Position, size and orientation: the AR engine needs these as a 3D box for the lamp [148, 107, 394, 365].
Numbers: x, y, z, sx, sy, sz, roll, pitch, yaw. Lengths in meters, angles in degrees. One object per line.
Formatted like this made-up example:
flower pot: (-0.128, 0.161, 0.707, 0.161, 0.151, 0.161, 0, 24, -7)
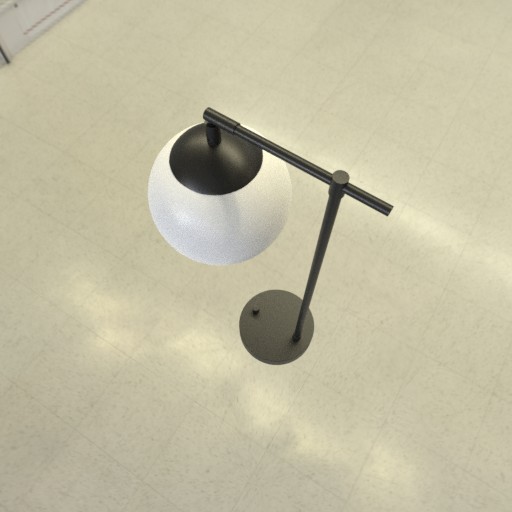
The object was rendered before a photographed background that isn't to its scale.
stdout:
lamp: (0.000, 0.000, 0.707, 0.316, 0.559, 0.197, 32, 67, 15)
